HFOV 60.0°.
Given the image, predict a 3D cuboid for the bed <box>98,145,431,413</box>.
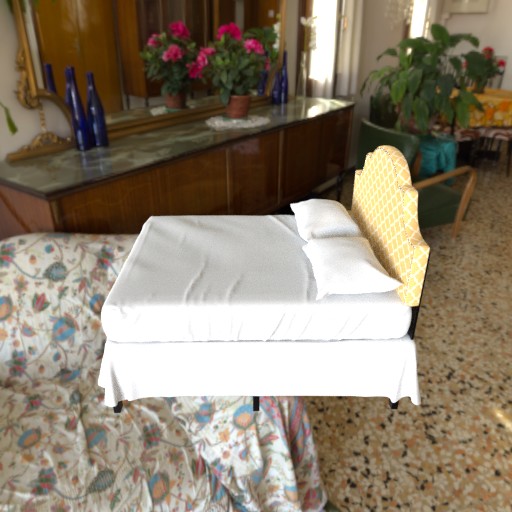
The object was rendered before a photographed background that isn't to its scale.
[{"bbox_3d":[0.000,0.000,3.400,2.222,1.633,1.780,0,27,-1],"label":"bed"}]
